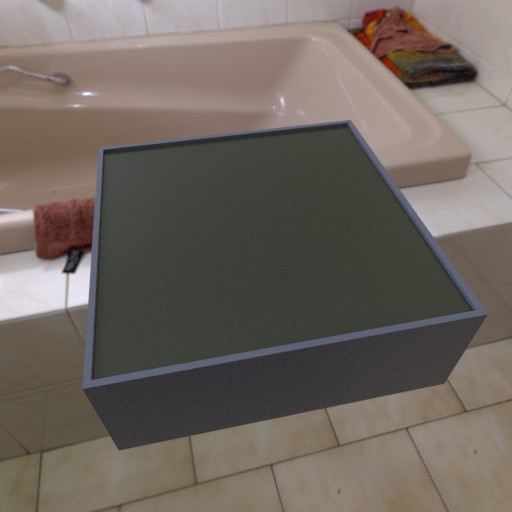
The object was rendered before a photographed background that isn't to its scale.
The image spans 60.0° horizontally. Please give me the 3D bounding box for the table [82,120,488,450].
[{"bbox_3d":[0.000,0.000,1.228,0.801,0.299,0.801,-9,47,-8],"label":"table"}]
